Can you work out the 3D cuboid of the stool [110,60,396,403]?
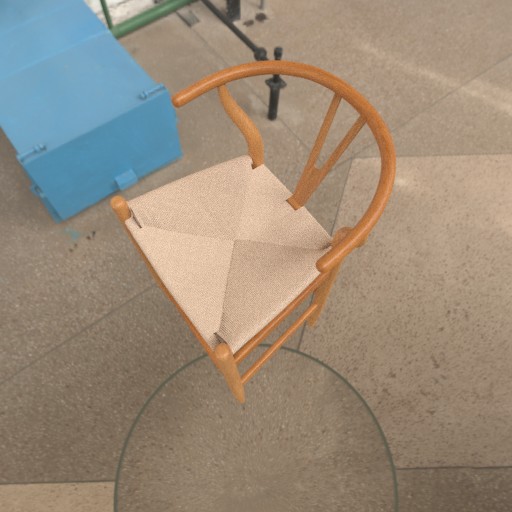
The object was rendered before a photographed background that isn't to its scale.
[{"bbox_3d":[0.000,0.000,1.346,0.579,0.970,0.569,-33,68,-15],"label":"stool"}]
